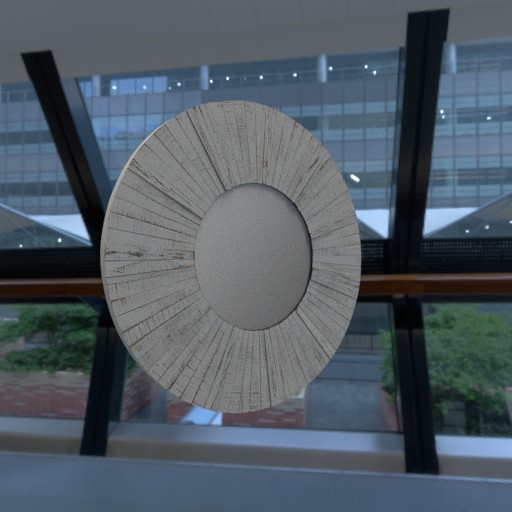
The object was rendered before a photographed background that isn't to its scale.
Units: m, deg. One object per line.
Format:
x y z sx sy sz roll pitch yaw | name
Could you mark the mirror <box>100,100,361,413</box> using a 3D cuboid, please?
0.000 0.000 1.335 0.914 0.914 0.038 1 -1 -36 | mirror
